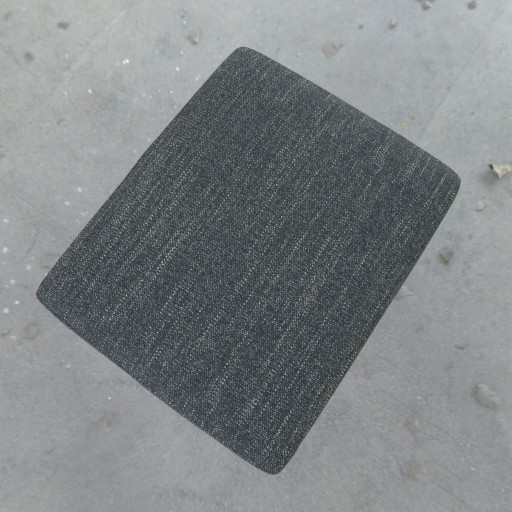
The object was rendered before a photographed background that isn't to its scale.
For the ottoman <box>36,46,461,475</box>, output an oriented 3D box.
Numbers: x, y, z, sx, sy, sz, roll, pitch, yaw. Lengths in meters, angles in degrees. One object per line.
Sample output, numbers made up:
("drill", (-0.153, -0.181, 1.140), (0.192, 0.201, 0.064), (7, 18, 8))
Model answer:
("ottoman", (0.000, 0.000, 1.186), (0.667, 0.491, 0.814), (34, 78, 8))
